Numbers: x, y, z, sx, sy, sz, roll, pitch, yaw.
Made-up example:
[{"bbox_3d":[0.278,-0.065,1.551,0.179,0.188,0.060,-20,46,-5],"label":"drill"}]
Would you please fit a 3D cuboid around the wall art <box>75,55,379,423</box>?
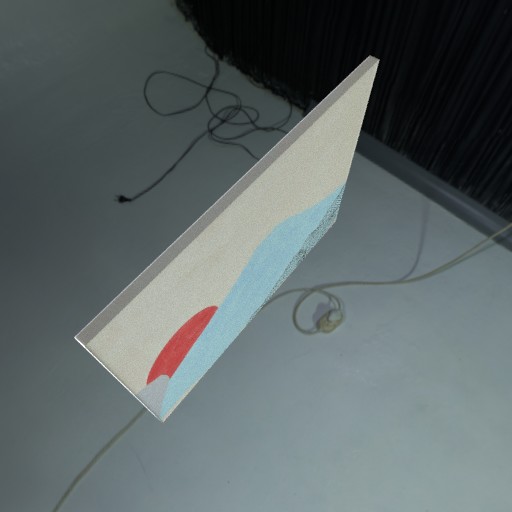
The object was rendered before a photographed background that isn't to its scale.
[{"bbox_3d":[0.000,0.000,1.583,0.042,0.912,1.219,35,66,18],"label":"wall art"}]
